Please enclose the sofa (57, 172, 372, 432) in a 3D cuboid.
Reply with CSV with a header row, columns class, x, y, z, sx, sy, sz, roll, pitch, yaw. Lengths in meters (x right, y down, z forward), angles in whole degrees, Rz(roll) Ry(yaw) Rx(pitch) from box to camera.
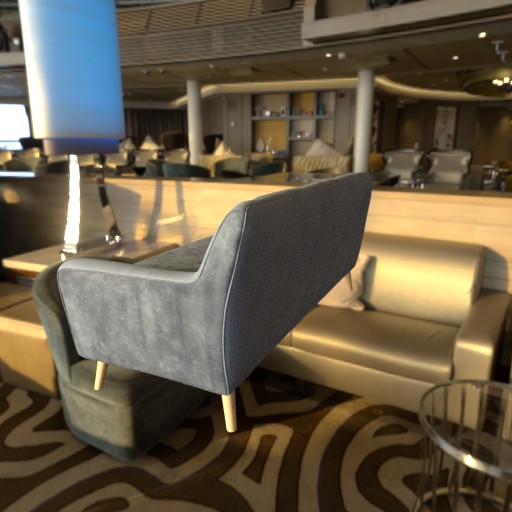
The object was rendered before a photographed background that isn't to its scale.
class,x,y,z,sx,sy,sz,roll,pitch,yaw
sofa,0.000,0.000,2.410,0.841,0.832,1.975,7,16,25
